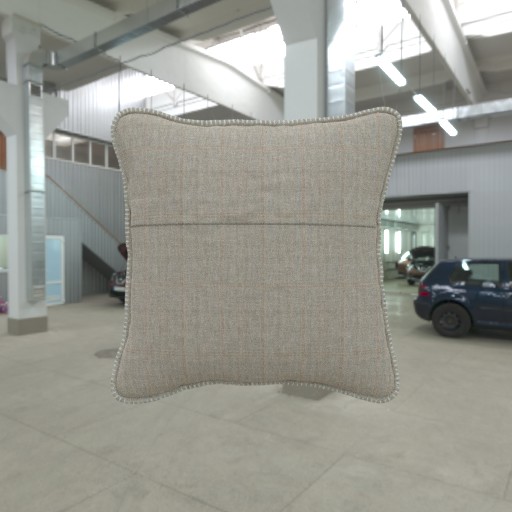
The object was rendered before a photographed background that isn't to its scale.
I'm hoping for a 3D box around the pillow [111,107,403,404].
[{"bbox_3d":[0.000,0.000,0.739,0.485,0.494,0.124,0,1,0],"label":"pillow"}]
